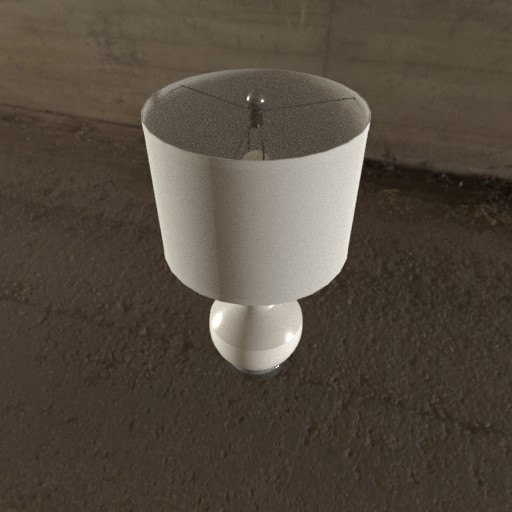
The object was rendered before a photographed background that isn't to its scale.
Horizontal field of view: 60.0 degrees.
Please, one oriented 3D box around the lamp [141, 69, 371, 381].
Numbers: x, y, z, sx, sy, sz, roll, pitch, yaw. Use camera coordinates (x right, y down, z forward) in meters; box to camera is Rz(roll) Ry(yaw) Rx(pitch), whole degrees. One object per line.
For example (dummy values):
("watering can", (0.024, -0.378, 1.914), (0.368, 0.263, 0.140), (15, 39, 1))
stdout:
("lamp", (0.000, 0.000, 0.899), (0.357, 0.673, 0.357), (-13, 42, -14))
